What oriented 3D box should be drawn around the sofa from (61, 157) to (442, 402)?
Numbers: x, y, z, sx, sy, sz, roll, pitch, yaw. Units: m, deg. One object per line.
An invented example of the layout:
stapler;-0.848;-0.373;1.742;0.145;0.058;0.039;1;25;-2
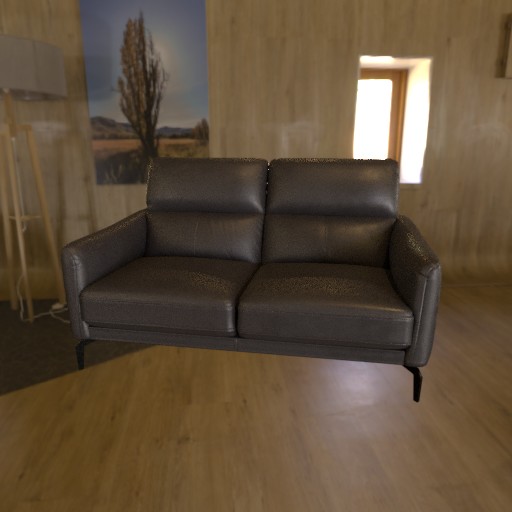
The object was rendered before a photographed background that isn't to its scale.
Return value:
sofa;0.000;0.000;2.184;1.596;0.920;0.958;3;15;10
